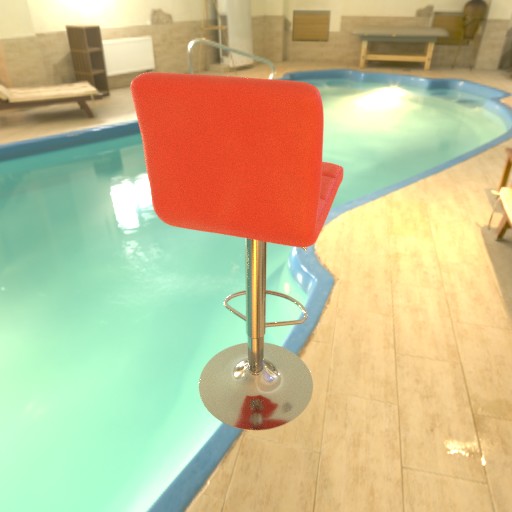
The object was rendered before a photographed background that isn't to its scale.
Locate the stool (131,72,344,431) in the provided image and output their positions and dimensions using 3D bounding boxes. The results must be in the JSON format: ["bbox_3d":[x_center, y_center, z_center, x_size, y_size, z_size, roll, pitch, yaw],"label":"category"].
[{"bbox_3d":[0.000,0.000,1.366,0.430,1.115,0.505,10,33,16],"label":"stool"}]
